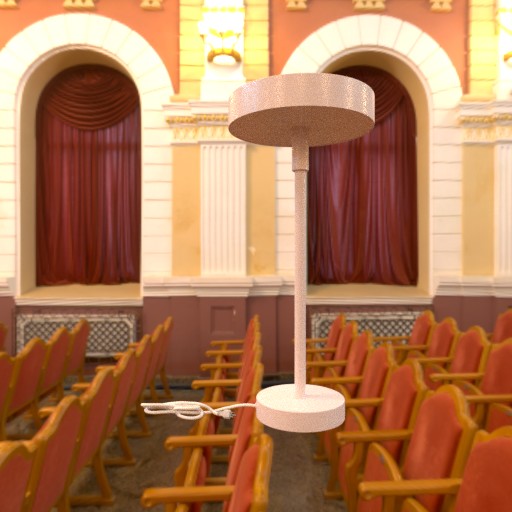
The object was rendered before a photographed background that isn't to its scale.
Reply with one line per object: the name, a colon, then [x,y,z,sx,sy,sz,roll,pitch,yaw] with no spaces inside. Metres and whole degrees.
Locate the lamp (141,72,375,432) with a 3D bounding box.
lamp: [0.000,0.000,0.706,0.369,0.508,0.229,0,0,0]
